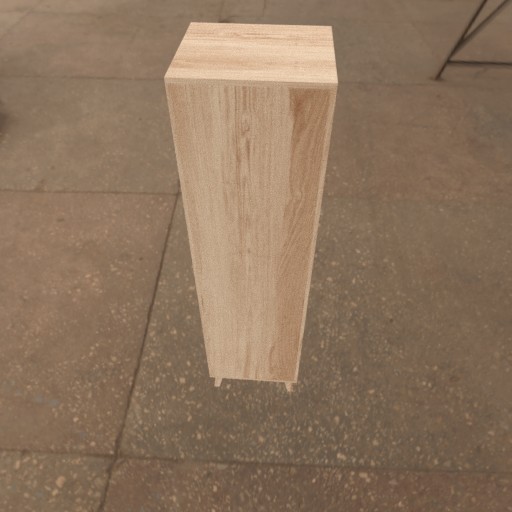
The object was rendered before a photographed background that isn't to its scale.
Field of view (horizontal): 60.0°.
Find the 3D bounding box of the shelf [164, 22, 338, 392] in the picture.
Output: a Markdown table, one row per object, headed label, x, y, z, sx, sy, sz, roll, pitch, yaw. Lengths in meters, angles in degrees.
| label | x | y | z | sx | sy | sz | roll | pitch | yaw |
| --- | --- | --- | --- | --- | --- | --- | --- | --- | --- |
| shelf | 0.000 | 0.000 | 2.158 | 0.510 | 1.960 | 0.450 | 3 | 47 | 3 |
